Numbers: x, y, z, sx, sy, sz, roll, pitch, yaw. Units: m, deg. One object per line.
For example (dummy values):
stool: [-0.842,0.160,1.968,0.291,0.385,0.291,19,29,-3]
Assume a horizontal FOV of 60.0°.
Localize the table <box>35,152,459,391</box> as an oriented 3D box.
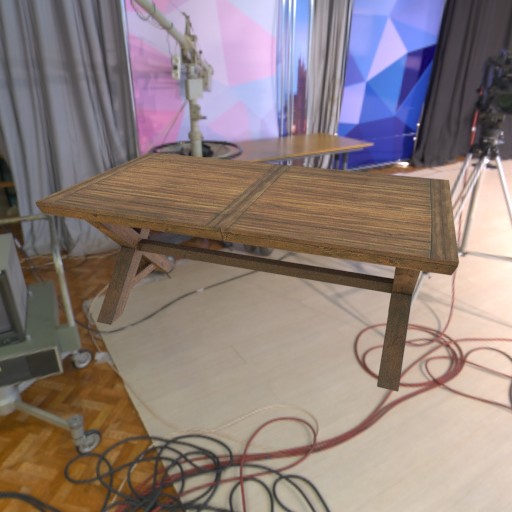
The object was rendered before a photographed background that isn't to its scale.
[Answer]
table: [0.000,0.000,2.556,1.966,0.793,1.071,9,28,17]
